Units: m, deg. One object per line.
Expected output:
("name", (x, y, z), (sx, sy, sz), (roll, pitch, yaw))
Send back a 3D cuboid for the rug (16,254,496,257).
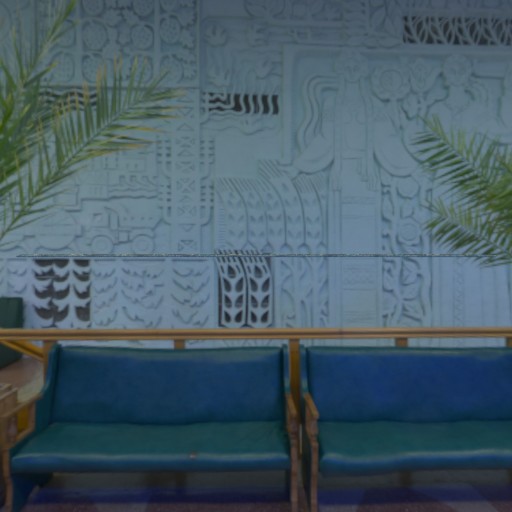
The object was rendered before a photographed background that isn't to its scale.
("rug", (0.000, 0.000, 2.818), (2.207, 0.014, 1.567), (0, 0, 0))
